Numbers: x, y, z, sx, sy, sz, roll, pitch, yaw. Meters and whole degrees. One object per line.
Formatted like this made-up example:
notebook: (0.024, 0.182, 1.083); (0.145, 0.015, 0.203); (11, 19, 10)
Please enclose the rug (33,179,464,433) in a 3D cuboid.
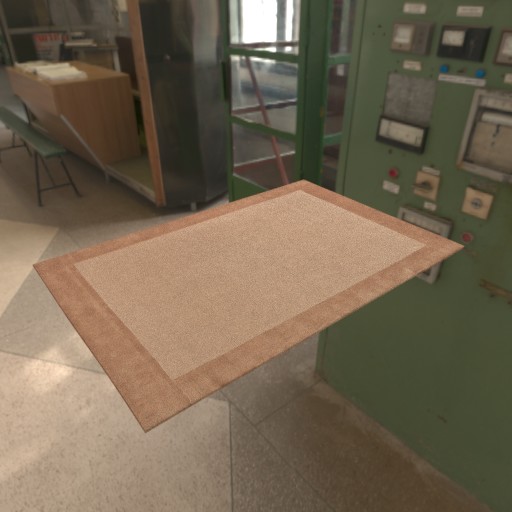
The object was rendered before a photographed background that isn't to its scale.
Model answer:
rug: (0.000, 0.000, 2.245); (1.829, 0.014, 1.219); (-22, 37, -32)
